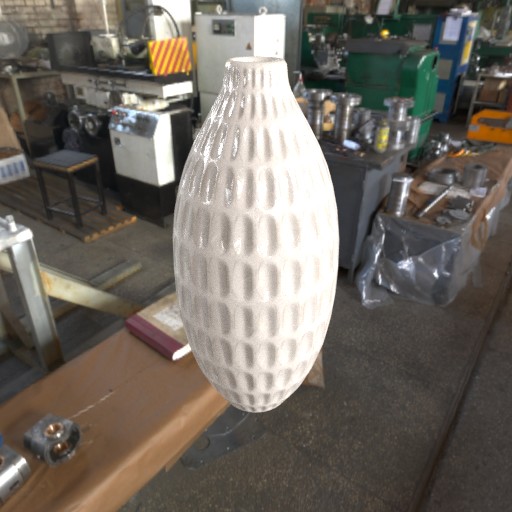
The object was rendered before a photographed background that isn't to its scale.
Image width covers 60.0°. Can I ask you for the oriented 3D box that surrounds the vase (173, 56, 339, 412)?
[{"bbox_3d":[0.000,0.000,0.345,0.127,0.282,0.127,0,29,0],"label":"vase"}]
